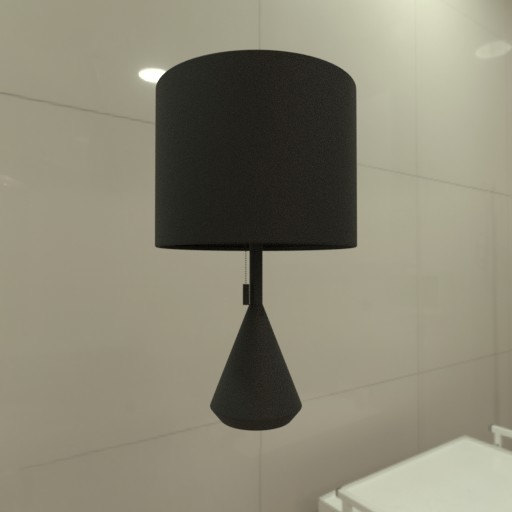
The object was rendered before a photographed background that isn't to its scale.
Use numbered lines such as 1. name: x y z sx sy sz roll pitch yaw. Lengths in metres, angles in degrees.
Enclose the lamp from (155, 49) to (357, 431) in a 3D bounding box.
1. lamp: 0.000 0.000 0.806 0.359 0.584 0.359 1 -1 -37
